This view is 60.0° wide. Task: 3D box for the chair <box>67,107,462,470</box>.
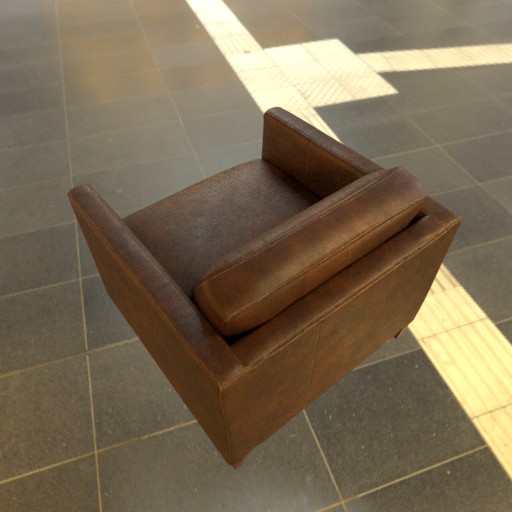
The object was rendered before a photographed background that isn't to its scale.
[{"bbox_3d":[0.000,0.000,1.712,0.990,0.864,0.975,-30,54,-25],"label":"chair"}]
